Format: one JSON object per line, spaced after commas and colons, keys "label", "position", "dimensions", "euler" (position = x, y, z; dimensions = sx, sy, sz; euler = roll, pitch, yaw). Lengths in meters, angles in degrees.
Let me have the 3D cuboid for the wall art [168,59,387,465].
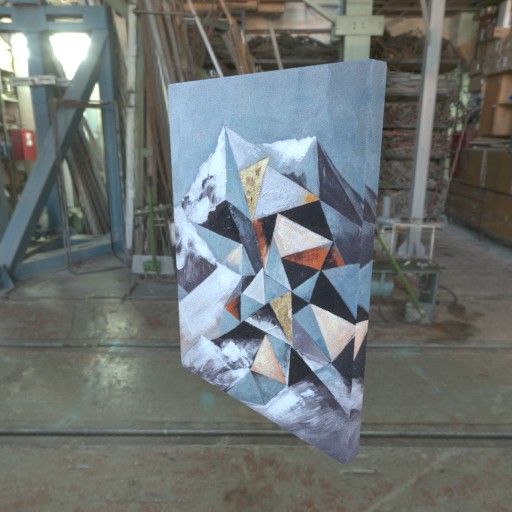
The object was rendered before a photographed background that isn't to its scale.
{"label": "wall art", "position": [0.000, 0.000, 0.806], "dimensions": [0.037, 0.613, 0.455], "euler": [-15, 22, -43]}
